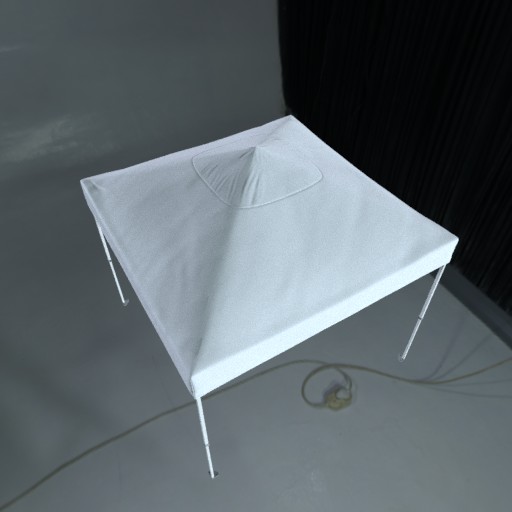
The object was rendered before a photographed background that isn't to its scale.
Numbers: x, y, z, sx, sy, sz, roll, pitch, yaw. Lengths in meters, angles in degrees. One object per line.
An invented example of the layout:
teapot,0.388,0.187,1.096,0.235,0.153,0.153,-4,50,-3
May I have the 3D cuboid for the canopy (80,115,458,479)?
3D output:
canopy,0.000,0.000,5.323,2.996,2.997,2.998,-23,50,-21
